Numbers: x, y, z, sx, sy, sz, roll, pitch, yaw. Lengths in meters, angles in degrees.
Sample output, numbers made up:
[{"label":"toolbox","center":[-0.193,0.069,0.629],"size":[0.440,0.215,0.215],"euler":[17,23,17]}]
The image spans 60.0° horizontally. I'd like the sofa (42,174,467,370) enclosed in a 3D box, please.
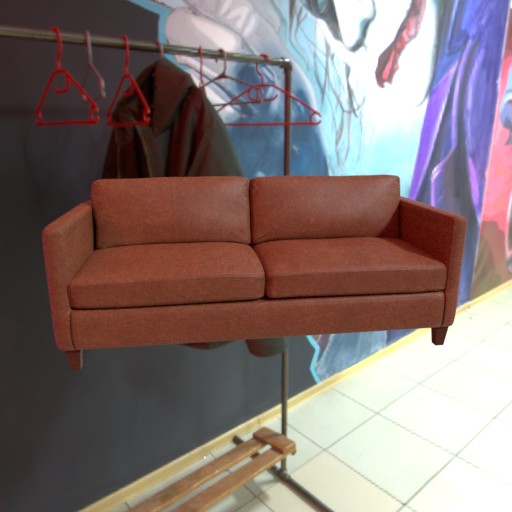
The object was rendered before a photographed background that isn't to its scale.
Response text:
[{"label":"sofa","center":[0.000,0.000,2.741],"size":[2.204,0.932,0.950],"euler":[-2,16,-8]}]
